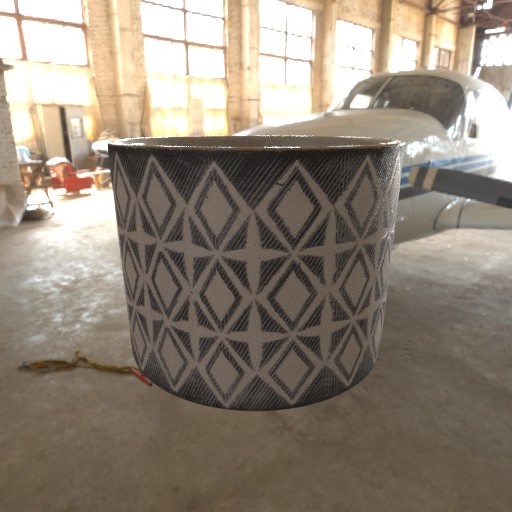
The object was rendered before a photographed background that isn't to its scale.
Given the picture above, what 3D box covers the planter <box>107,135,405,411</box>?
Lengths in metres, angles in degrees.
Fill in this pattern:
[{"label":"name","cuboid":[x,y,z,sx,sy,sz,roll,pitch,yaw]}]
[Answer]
[{"label":"planter","cuboid":[0.000,0.000,0.324,0.192,0.165,0.192,0,17,0]}]
